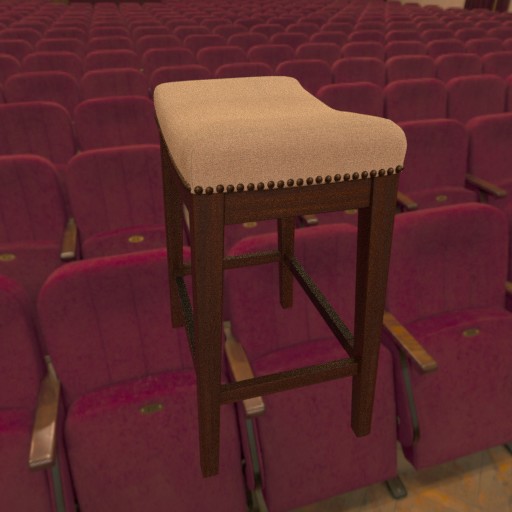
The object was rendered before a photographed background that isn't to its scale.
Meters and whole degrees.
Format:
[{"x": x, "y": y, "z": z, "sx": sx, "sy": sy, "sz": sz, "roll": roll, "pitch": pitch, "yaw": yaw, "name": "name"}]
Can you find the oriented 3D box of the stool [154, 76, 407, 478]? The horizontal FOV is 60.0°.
[{"x": 0.000, "y": 0.000, "z": 0.955, "sx": 0.363, "sy": 0.669, "sz": 0.509, "roll": -8, "pitch": 31, "yaw": -14, "name": "stool"}]
